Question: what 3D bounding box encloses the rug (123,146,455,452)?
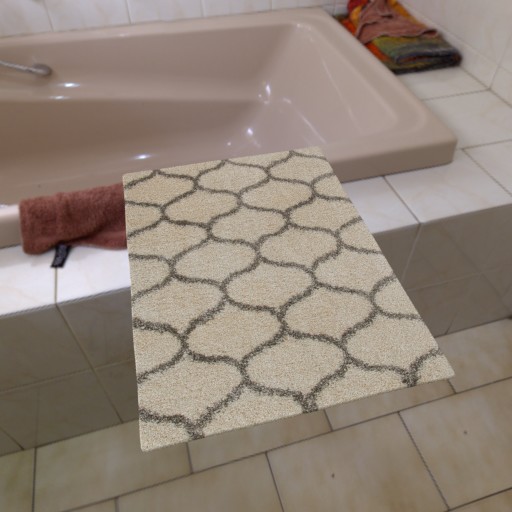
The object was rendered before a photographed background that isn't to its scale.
[{"bbox_3d":[0.000,0.000,2.138,1.200,0.025,1.600,-10,48,-9],"label":"rug"}]
